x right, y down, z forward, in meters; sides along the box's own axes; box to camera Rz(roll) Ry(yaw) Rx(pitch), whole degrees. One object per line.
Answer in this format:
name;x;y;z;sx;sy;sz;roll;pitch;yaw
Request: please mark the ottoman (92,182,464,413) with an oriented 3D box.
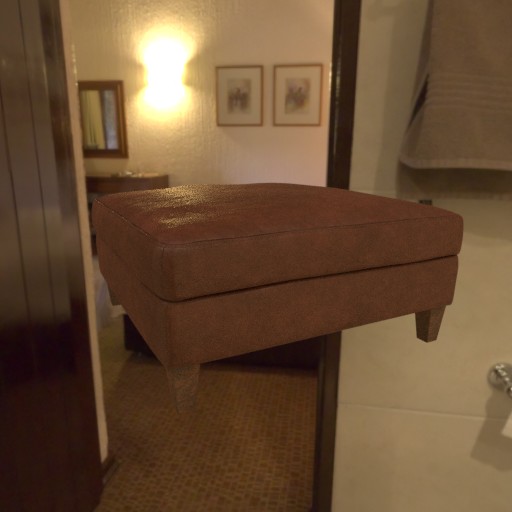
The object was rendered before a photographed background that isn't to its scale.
ottoman;0.000;0.000;1.351;0.844;0.415;0.836;-7;16;-27
